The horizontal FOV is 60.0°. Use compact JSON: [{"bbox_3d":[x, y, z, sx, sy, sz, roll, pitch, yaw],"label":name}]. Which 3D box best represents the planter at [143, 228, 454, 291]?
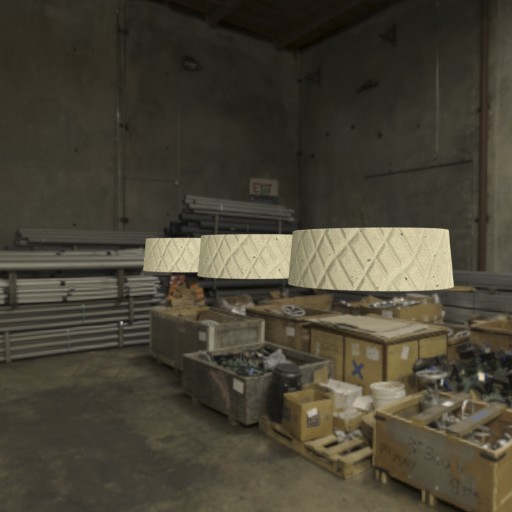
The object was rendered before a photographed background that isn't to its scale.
[{"bbox_3d":[0.000,0.000,0.430,0.114,0.038,0.390,-1,1,-35],"label":"planter"}]
